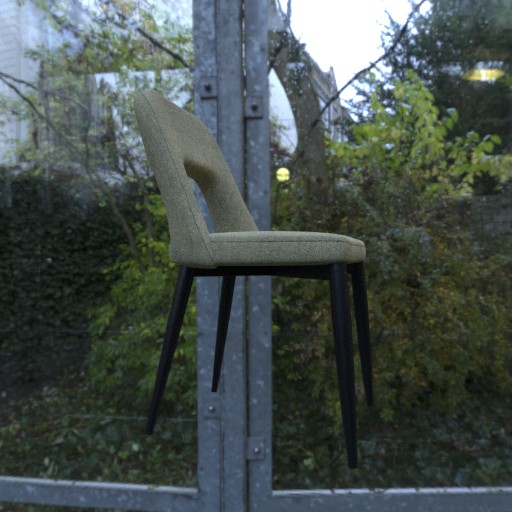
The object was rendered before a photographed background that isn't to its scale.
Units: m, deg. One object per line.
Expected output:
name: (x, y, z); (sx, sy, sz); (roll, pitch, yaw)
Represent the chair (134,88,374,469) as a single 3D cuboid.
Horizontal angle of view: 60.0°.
chair: (0.000, 0.000, 1.252); (0.612, 0.931, 0.470); (0, 0, 19)
